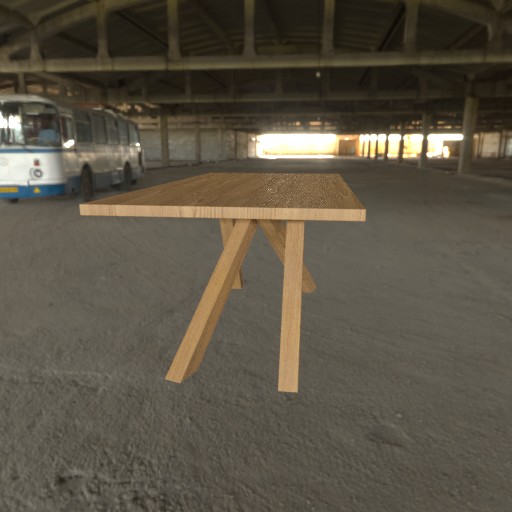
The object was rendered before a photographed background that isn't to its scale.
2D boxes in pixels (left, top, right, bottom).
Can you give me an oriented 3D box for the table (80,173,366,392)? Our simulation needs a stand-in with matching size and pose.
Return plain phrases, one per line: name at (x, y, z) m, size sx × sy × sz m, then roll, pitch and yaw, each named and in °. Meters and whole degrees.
table at (0.000, 0.000, 2.318) m, size 0.901 × 0.750 × 1.797 m, roll 2°, pitch 14°, yaw 8°
